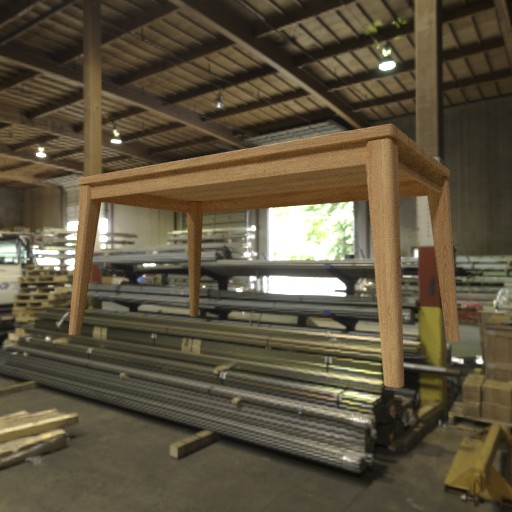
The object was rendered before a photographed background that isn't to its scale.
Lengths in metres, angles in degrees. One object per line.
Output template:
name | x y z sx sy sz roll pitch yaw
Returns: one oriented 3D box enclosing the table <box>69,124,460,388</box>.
table | 0.000 0.000 2.071 1.600 0.760 0.900 0 -1 34
